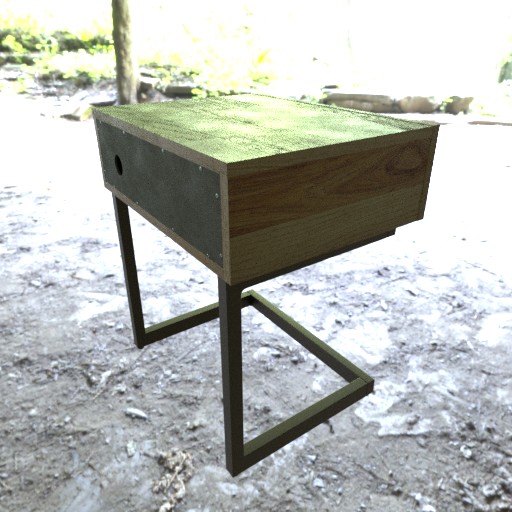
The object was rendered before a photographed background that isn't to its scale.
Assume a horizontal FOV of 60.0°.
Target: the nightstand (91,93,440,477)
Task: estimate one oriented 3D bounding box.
[{"bbox_3d":[0.000,0.000,1.023,0.481,0.632,0.558,-18,32,-31],"label":"nightstand"}]
